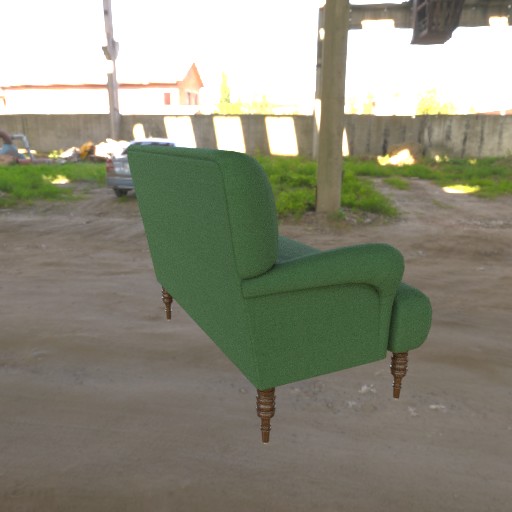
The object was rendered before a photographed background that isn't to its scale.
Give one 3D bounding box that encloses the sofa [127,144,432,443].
[{"bbox_3d":[0.000,0.000,1.838,0.779,0.889,1.297,-7,17,-26],"label":"sofa"}]
